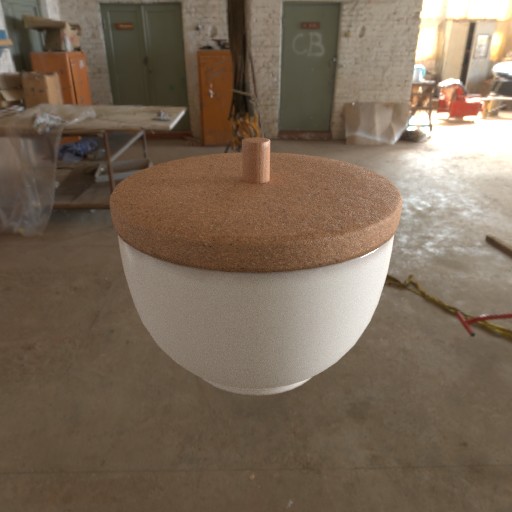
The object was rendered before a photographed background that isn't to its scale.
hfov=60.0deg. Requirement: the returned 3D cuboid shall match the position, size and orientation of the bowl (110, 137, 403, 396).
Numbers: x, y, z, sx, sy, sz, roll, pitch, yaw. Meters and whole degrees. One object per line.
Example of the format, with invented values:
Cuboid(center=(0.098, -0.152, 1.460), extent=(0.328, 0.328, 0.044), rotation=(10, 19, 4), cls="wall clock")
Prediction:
Cuboid(center=(0.000, 0.000, 0.214), extent=(0.126, 0.110, 0.126), rotation=(0, 26, 0), cls="bowl")
